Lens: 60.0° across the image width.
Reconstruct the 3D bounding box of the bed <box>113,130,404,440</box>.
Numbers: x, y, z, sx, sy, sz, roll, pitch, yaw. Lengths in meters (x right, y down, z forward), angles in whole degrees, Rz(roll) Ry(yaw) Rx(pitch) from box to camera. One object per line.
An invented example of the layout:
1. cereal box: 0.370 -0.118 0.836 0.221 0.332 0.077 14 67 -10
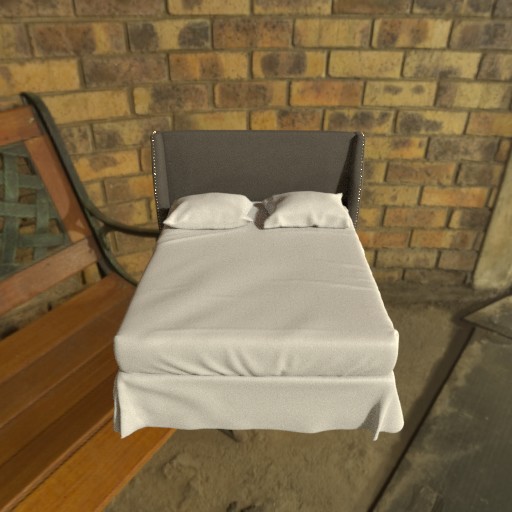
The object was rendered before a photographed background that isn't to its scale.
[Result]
1. bed: 0.000 0.000 3.367 1.925 1.332 2.276 0 31 1
